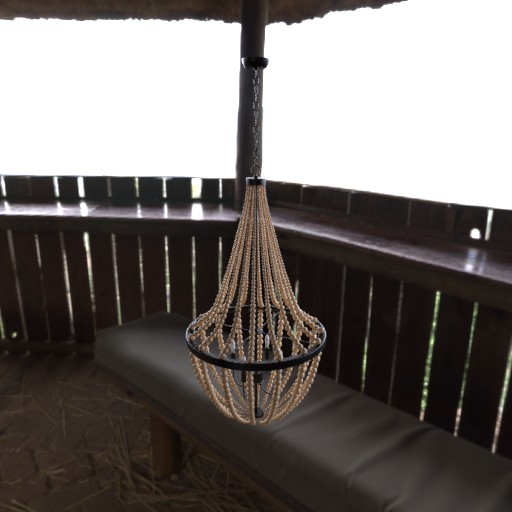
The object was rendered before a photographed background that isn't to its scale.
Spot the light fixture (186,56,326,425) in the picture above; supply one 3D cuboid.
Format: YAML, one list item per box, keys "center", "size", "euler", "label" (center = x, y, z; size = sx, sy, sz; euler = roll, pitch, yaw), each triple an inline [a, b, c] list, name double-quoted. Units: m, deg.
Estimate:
- center: [0.000, 0.000, 1.377]
  size: [0.450, 1.133, 0.450]
  euler: [0, 15, 0]
  label: "light fixture"
